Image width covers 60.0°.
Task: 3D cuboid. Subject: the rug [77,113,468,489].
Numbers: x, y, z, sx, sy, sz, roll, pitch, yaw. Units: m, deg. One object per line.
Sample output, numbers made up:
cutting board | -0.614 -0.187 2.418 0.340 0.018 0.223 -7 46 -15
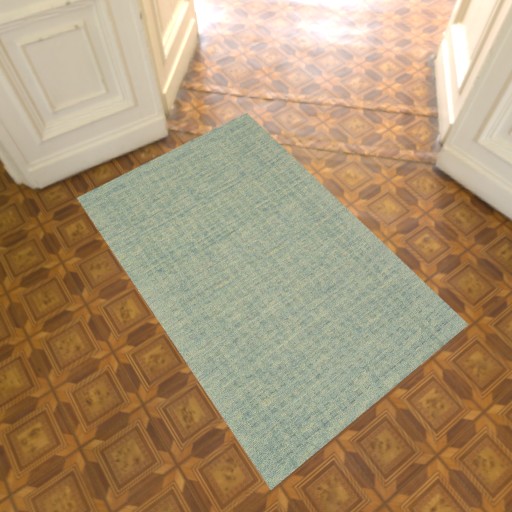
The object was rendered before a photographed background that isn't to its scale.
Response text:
rug | 0.000 0.000 2.234 1.142 0.006 1.752 -32 64 -18
